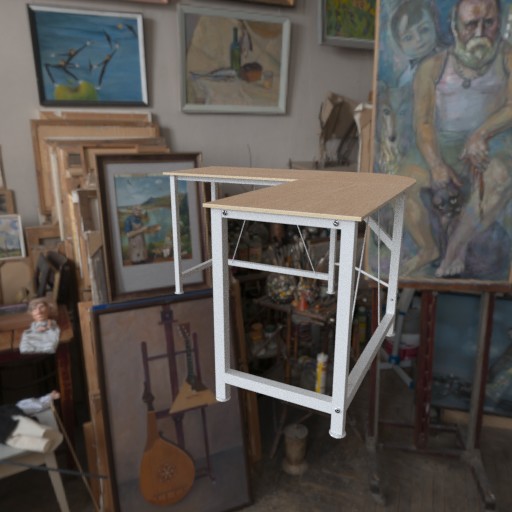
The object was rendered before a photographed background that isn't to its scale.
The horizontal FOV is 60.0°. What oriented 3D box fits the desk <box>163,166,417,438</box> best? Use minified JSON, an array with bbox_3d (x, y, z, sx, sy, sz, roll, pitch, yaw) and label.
[{"bbox_3d":[0.000,0.000,2.272,1.400,0.762,1.400,8,18,26],"label":"desk"}]
